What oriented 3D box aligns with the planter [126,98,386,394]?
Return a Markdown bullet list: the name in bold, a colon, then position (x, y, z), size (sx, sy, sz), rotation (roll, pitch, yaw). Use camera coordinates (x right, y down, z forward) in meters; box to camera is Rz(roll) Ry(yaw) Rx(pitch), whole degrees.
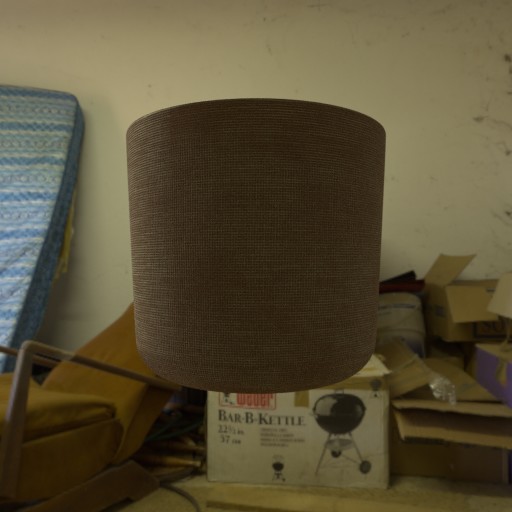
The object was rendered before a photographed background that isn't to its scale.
- **planter**: position (0.000, 0.000, 0.780), size (0.440, 0.398, 0.440), rotation (0, -1, 0)
